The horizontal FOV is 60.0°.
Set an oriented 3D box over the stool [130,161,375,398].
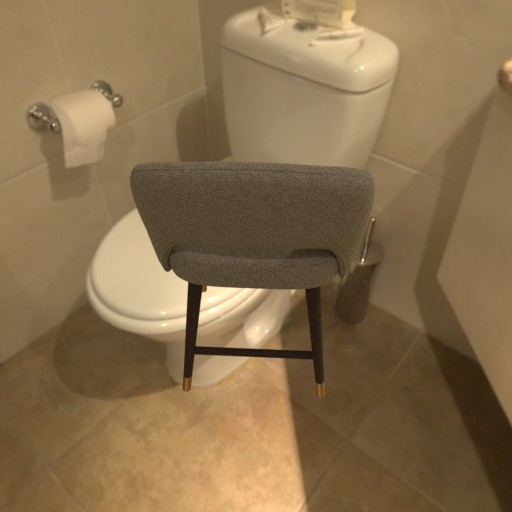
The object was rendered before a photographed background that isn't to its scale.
[{"bbox_3d":[0.000,0.000,1.249,0.536,0.925,0.524,2,46,2],"label":"stool"}]
